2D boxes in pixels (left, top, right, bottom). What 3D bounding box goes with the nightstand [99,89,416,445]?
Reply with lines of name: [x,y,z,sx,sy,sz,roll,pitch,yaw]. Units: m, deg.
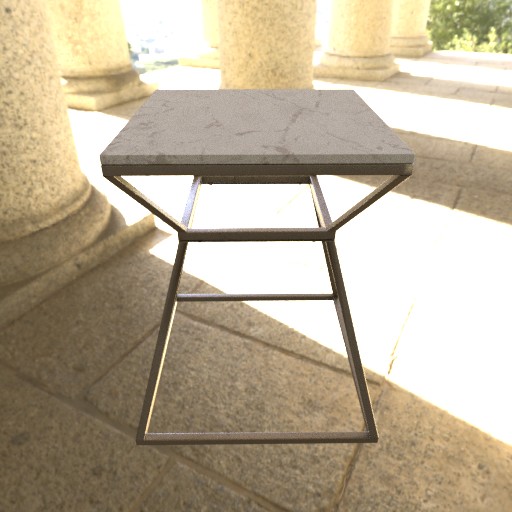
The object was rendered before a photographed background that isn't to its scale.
nightstand: [0.000,0.000,0.882,0.455,0.554,0.455,0,32,-1]
